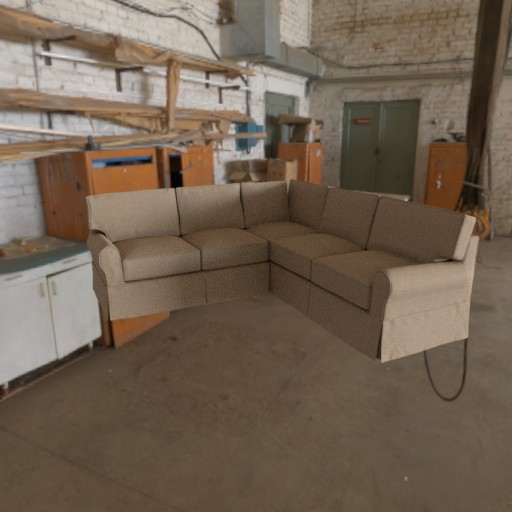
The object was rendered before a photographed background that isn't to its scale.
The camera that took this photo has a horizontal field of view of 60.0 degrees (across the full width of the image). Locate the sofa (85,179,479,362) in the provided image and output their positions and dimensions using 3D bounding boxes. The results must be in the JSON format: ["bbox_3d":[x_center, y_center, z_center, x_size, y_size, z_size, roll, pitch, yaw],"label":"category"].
[{"bbox_3d":[0.000,0.000,4.185,2.730,1.124,2.733,-8,17,-26],"label":"sofa"}]
